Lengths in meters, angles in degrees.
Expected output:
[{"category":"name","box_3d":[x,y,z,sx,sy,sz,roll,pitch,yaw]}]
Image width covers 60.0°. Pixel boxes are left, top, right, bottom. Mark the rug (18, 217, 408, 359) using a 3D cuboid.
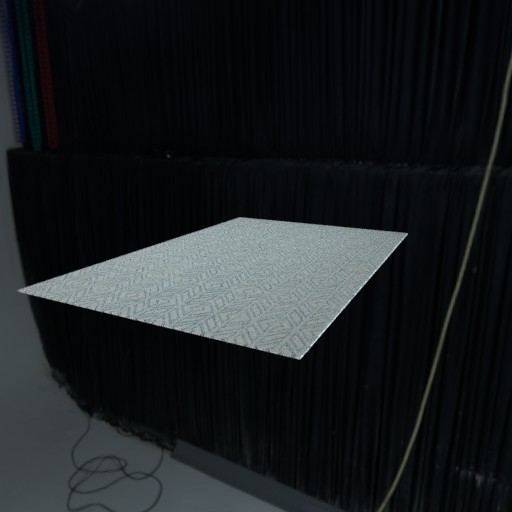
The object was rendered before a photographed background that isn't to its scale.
[{"category":"rug","box_3d":[0.000,0.000,2.296,1.220,0.008,1.824,8,17,26]}]
